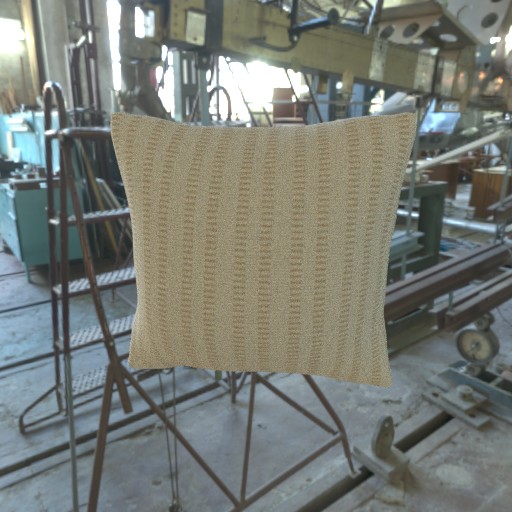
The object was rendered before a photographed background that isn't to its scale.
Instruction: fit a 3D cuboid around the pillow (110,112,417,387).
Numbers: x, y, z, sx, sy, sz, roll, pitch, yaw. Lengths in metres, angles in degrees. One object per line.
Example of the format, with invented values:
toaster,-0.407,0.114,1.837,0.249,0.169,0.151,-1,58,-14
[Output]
pillow,0.000,0.000,0.677,0.438,0.419,0.247,2,17,8
